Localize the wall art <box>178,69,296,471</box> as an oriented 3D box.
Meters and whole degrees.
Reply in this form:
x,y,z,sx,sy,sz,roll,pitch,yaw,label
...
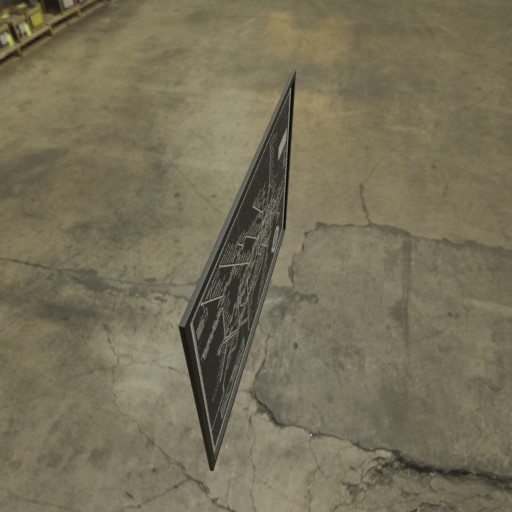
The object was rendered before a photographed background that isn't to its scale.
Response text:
x,y,z,sx,sy,sz,roll,pitch,yaw,label
0.000,0.000,1.545,0.013,0.811,1.192,10,47,10,wall art
